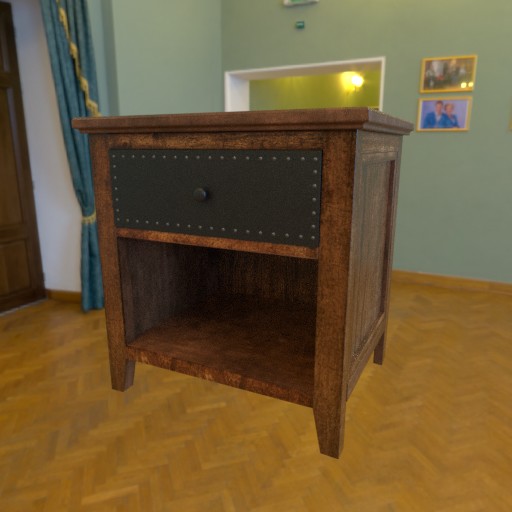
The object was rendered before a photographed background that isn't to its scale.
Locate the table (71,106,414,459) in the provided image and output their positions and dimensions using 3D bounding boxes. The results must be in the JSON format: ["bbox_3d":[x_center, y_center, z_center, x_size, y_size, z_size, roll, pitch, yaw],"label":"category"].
[{"bbox_3d":[0.000,0.000,1.015,0.586,0.597,0.461,7,15,25],"label":"table"}]
